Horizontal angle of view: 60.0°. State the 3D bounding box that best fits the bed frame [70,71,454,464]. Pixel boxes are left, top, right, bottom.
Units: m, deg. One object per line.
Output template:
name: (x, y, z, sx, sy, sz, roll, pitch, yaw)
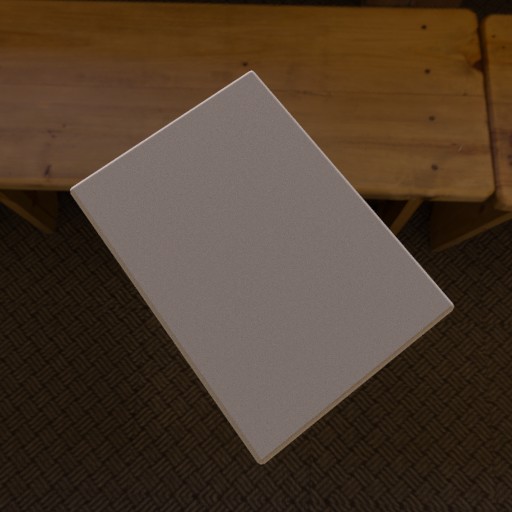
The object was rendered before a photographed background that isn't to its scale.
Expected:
bed frame: (0.000, 0.000, 3.815, 2.205, 0.680, 2.842, -29, 78, -7)
